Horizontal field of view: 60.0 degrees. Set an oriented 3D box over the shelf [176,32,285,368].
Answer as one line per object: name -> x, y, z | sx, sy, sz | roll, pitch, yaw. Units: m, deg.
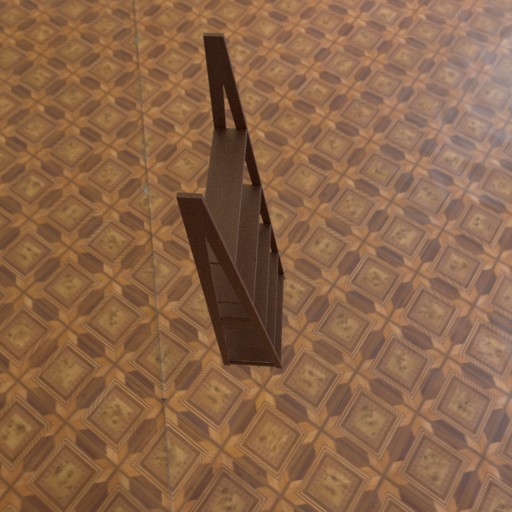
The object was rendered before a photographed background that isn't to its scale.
shelf -> 0.000, 0.000, 1.984 | 0.350, 1.770, 0.600 | 3, 63, 1
